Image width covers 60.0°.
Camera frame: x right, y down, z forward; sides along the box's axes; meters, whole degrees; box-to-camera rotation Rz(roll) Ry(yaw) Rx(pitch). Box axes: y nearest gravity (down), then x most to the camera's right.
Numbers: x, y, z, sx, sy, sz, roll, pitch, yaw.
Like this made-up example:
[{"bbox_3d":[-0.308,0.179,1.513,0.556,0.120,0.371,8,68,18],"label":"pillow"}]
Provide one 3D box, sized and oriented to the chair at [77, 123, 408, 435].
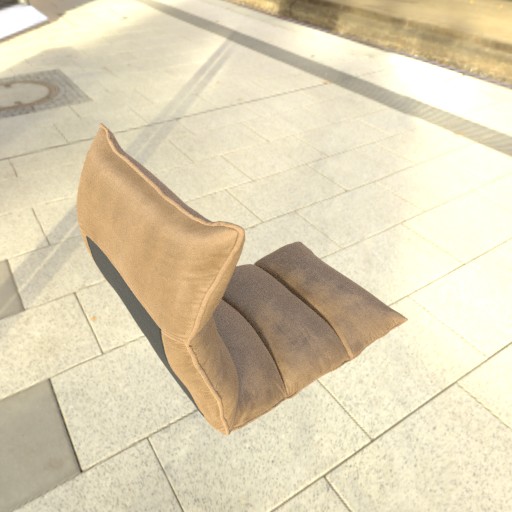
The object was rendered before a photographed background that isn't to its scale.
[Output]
[{"bbox_3d":[0.000,0.000,1.559,0.985,0.892,0.714,-24,45,-26],"label":"chair"}]
